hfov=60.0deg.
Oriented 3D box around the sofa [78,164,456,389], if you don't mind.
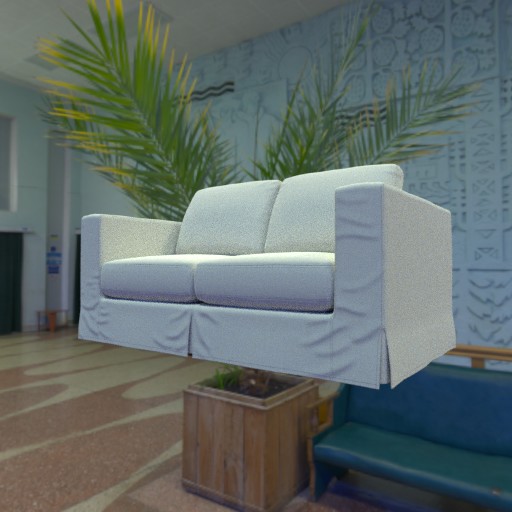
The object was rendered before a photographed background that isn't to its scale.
[{"bbox_3d":[0.000,0.000,2.405,1.813,0.932,1.009,-1,-2,36],"label":"sofa"}]
